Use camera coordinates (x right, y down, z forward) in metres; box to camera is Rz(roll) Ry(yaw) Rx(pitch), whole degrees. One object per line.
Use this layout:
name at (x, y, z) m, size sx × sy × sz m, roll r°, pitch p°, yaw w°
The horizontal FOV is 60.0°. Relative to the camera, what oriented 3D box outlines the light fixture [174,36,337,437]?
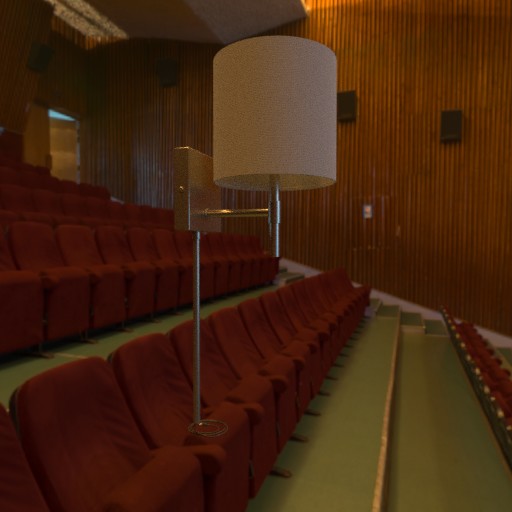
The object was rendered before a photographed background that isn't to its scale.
light fixture at (0.000, 0.000, 0.698) m, size 0.248 × 0.589 × 0.188 m, roll 0°, pitch 1°, yaw 18°
